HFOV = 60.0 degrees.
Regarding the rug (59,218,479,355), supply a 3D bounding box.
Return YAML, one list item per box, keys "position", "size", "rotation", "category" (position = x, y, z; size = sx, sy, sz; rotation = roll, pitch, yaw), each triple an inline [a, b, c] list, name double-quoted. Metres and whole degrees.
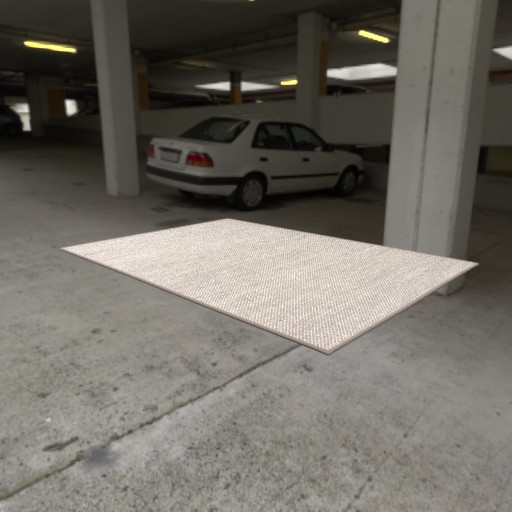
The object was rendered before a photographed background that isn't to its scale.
- position: [0.000, 0.000, 2.713]
  size: [2.115, 0.013, 1.517]
  rotation: [14, 20, 42]
  category: "rug"
